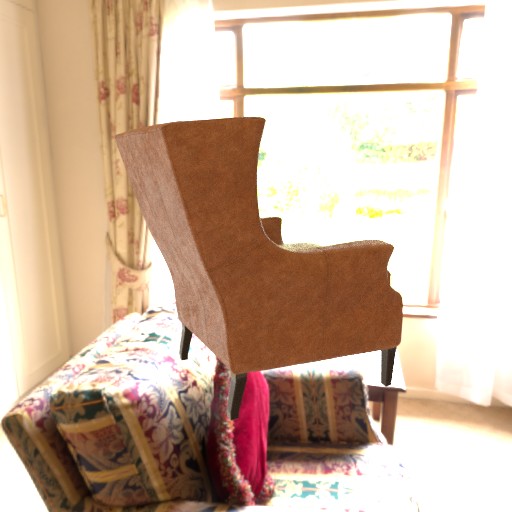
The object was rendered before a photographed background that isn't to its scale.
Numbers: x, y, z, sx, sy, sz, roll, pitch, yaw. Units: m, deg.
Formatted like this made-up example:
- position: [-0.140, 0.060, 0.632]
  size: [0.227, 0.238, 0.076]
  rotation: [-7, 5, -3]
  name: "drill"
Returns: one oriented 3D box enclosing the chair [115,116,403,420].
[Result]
- position: [0.000, 0.000, 1.790]
  size: [0.926, 1.016, 0.853]
  rotation: [-7, 14, -27]
  name: "chair"
